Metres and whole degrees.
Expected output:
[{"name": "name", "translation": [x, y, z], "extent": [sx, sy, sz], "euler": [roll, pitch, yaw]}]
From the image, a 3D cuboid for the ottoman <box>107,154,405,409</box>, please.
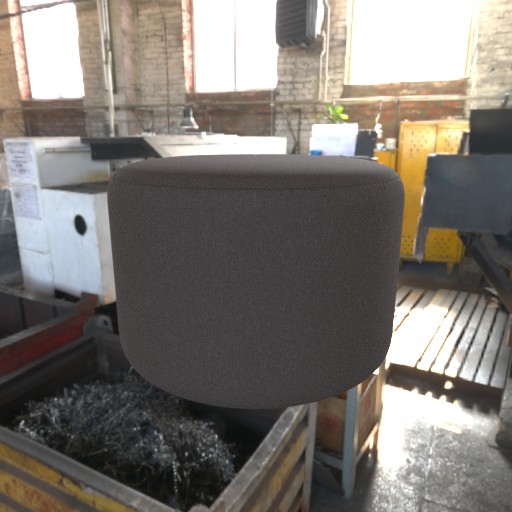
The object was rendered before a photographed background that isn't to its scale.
[{"name": "ottoman", "translation": [0.000, 0.000, 0.989], "extent": [0.608, 0.433, 0.608], "euler": [0, 15, 0]}]
